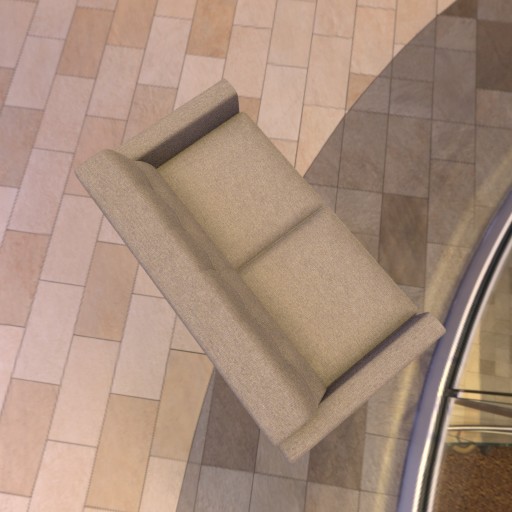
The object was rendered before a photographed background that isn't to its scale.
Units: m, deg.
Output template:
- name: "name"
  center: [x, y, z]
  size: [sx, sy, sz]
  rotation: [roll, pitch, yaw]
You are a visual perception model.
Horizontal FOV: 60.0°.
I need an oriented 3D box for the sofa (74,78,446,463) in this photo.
- name: "sofa"
  center: [0.000, 0.000, 2.166]
  size: [0.909, 0.841, 1.631]
  rotation: [-37, 78, -9]
